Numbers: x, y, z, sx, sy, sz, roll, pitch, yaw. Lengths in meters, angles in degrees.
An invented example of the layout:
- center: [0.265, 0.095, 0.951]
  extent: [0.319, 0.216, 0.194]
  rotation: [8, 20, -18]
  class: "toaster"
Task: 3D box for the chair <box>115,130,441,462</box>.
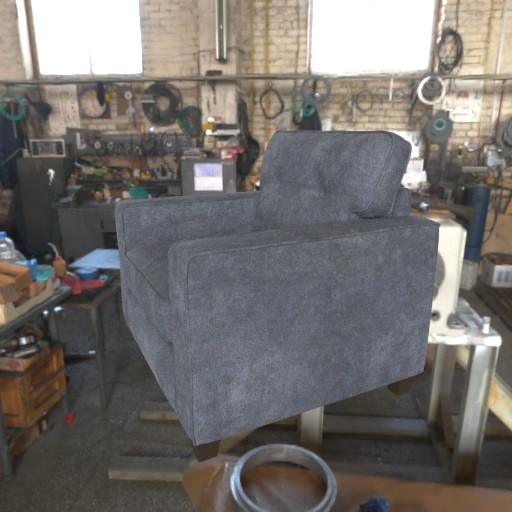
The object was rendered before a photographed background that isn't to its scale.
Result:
- center: [0.000, 0.000, 1.768]
  extent: [0.939, 0.965, 1.015]
  rotation: [-8, 18, -26]
  class: "chair"
